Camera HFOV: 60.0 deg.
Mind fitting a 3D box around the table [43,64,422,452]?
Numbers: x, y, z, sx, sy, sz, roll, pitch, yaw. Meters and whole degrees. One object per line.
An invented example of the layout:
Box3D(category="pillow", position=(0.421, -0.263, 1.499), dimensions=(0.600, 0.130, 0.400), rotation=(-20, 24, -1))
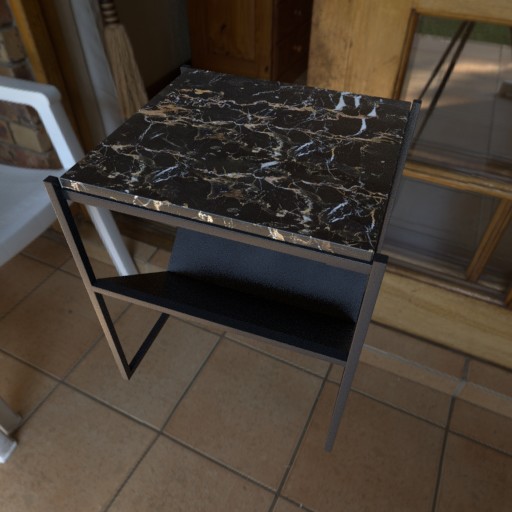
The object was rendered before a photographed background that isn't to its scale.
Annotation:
Box3D(category="table", position=(0.000, 0.000, 0.883), dimensions=(0.469, 0.534, 0.432), rotation=(14, 46, 14))
